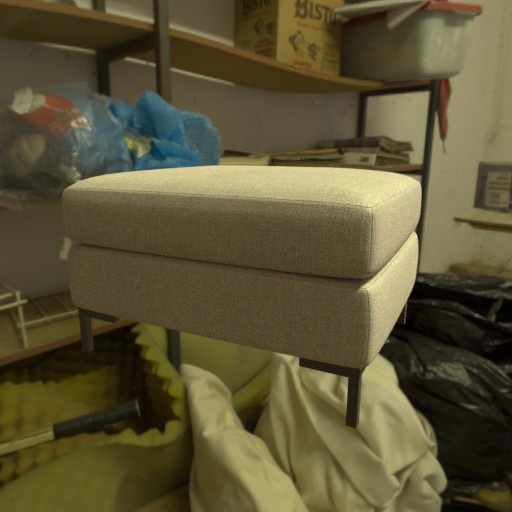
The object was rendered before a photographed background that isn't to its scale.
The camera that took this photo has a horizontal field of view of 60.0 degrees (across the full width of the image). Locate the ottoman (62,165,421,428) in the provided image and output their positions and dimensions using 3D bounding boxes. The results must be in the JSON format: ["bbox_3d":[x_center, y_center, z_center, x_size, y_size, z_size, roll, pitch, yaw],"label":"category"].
[{"bbox_3d":[0.000,0.000,1.262,0.820,0.490,0.671,7,16,26],"label":"ottoman"}]
